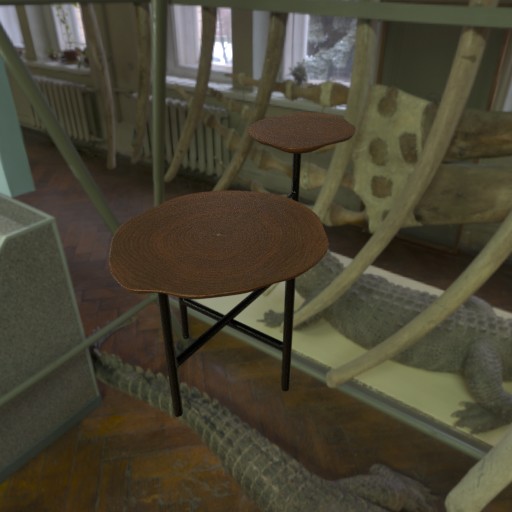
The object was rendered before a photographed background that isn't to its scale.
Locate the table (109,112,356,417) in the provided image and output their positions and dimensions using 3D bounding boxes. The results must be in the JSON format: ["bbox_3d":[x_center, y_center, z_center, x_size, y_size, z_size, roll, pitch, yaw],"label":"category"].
[{"bbox_3d":[0.000,0.000,1.100,0.442,0.538,0.759,20,36,30],"label":"table"}]
